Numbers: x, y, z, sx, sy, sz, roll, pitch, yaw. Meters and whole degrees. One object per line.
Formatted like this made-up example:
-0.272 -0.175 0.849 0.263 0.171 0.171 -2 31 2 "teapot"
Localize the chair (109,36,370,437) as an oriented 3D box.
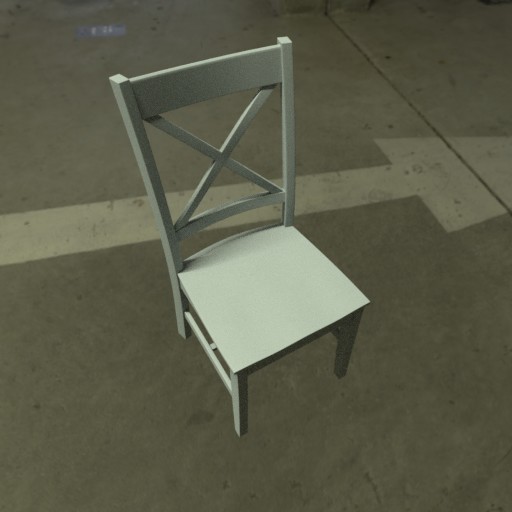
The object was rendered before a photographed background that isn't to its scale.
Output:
0.000 0.000 1.298 0.485 0.983 0.542 -23 50 -21 "chair"
